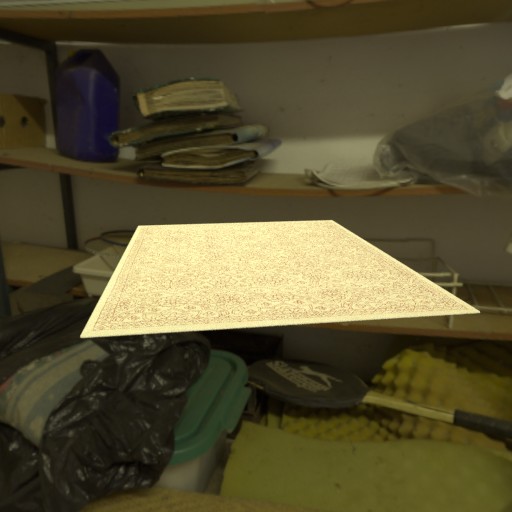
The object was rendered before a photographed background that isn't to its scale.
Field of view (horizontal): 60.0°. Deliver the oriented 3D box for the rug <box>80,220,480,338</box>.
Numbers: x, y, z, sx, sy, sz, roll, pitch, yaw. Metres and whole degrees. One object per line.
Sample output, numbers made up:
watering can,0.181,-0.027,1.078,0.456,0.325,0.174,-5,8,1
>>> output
rug,0.000,0.000,4.099,2.441,0.015,3.050,-2,16,-8
